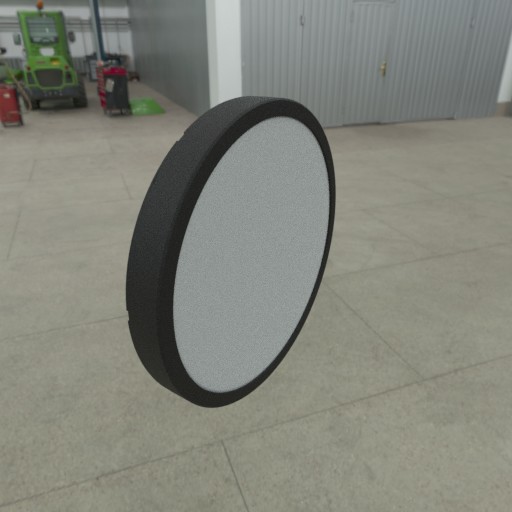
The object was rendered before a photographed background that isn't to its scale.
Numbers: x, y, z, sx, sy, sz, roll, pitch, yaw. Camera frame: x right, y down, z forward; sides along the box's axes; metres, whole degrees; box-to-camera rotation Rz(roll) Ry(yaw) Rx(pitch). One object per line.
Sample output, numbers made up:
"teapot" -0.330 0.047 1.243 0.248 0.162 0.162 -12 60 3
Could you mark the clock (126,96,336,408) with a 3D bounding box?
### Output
"clock" 0.000 0.000 0.432 0.040 0.293 0.293 17 31 30
